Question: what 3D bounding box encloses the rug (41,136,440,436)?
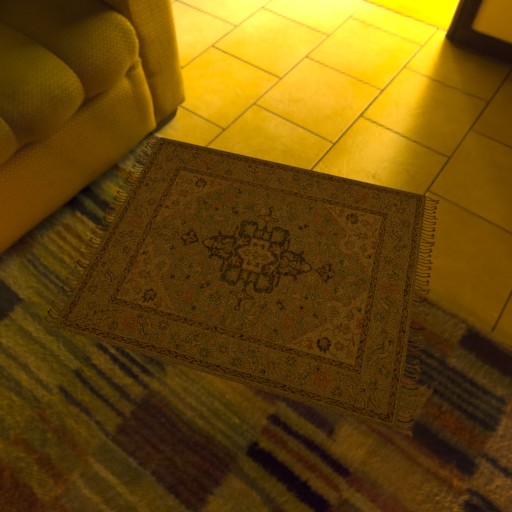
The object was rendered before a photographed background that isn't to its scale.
[{"bbox_3d":[0.000,0.000,3.451,2.651,0.010,1.971,14,60,8],"label":"rug"}]
